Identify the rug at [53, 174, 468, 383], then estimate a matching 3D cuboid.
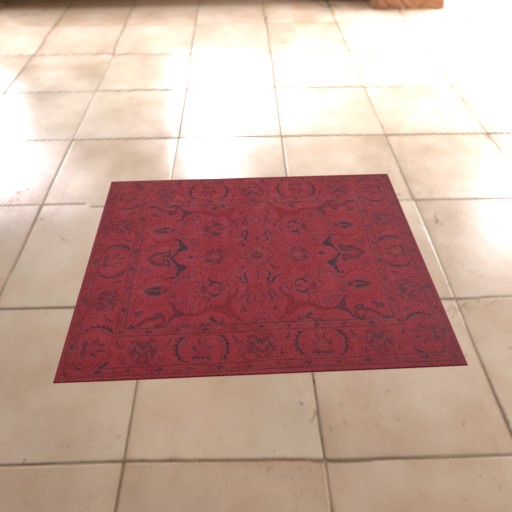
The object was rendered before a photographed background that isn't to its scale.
[{"bbox_3d":[0.000,0.000,3.910,2.929,0.012,2.300,-2,46,-2],"label":"rug"}]
